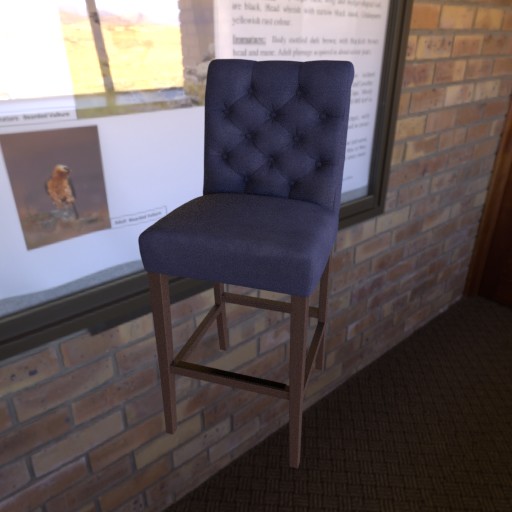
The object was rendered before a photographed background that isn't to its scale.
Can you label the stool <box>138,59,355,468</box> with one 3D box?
[{"bbox_3d":[0.000,0.000,1.428,0.493,1.140,0.601,8,27,16],"label":"stool"}]
